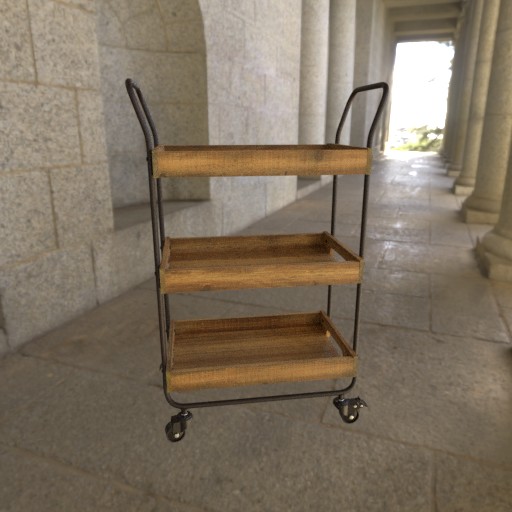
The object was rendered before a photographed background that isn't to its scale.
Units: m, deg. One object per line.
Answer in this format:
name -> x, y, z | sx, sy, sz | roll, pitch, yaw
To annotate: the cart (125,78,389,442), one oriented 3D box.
cart -> 0.000, 0.000, 1.174 | 0.583, 0.857, 0.339 | -2, 17, -8
